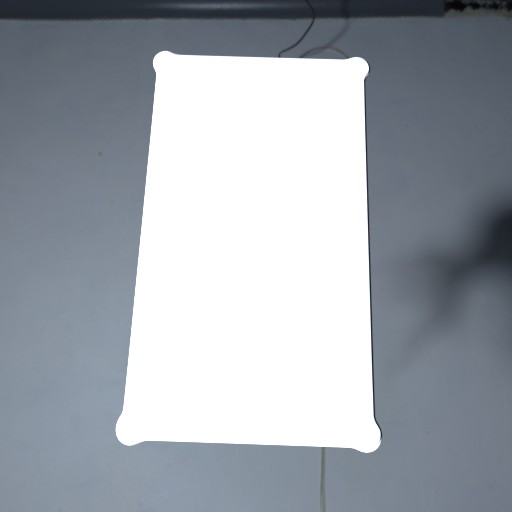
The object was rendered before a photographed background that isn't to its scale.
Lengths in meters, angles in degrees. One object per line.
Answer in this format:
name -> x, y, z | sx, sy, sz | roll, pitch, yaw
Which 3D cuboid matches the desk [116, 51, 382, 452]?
desk -> 0.000, 0.000, 1.854 | 0.807, 0.762, 1.380 | 2, 76, 0
